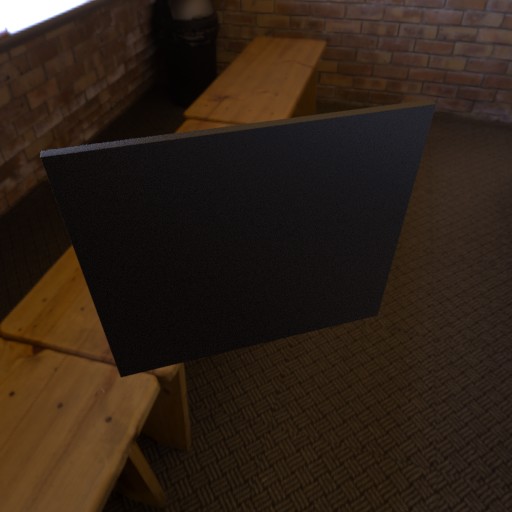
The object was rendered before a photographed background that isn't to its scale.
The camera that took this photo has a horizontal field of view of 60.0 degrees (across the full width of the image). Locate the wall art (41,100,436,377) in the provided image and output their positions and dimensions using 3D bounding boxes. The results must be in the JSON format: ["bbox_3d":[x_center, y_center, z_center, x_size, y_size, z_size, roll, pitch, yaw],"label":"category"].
[{"bbox_3d":[0.000,0.000,0.529,0.383,0.332,0.012,-11,43,-12],"label":"wall art"}]
